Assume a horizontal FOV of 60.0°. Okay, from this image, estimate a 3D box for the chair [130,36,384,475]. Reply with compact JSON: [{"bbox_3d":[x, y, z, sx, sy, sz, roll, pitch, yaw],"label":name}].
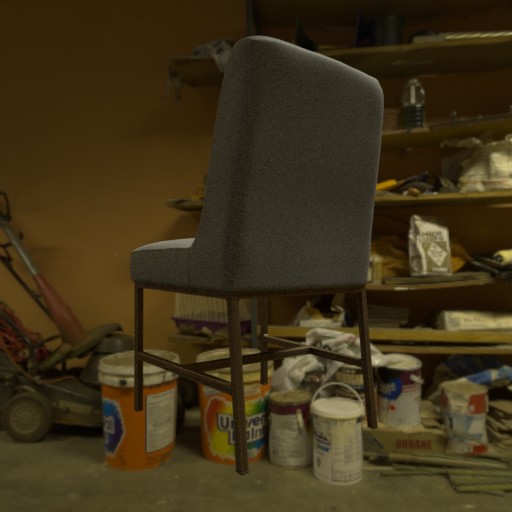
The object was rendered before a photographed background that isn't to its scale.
[{"bbox_3d":[0.000,0.000,1.215,0.508,0.889,0.587,1,-1,-37],"label":"chair"}]
